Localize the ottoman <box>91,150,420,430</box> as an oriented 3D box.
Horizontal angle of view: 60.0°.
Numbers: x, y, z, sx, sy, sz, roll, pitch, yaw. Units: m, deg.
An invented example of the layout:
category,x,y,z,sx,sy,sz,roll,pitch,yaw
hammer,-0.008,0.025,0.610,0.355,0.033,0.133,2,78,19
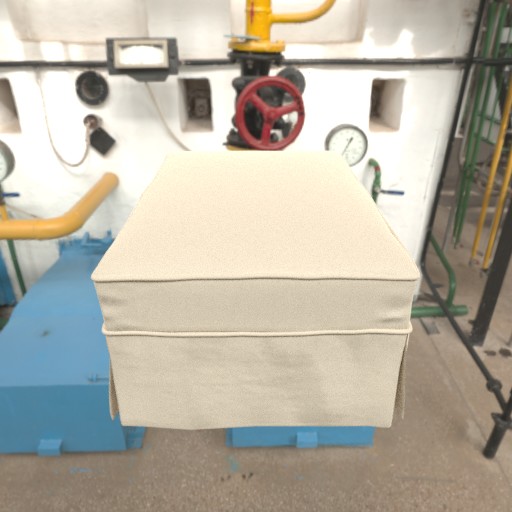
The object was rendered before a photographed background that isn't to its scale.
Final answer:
category,x,y,z,sx,sy,sz,roll,pitch,yaw
ottoman,0.000,0.000,1.334,0.703,0.479,0.944,0,28,-1
